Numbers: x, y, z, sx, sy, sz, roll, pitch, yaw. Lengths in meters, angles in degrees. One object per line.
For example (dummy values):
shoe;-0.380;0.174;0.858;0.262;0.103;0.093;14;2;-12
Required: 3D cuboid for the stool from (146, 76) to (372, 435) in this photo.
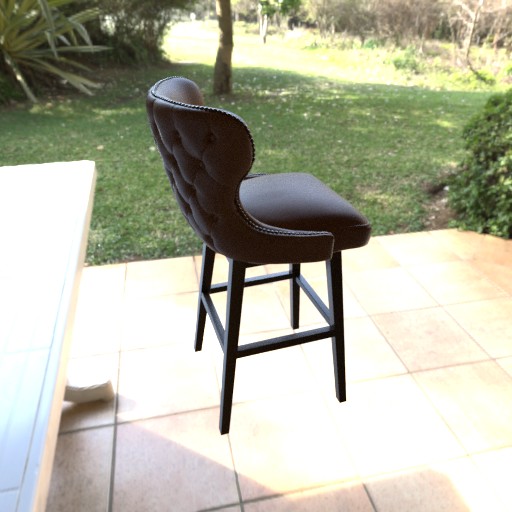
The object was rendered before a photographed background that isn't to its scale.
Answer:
stool;0.000;0.000;1.494;0.606;1.087;0.591;-9;31;-16
